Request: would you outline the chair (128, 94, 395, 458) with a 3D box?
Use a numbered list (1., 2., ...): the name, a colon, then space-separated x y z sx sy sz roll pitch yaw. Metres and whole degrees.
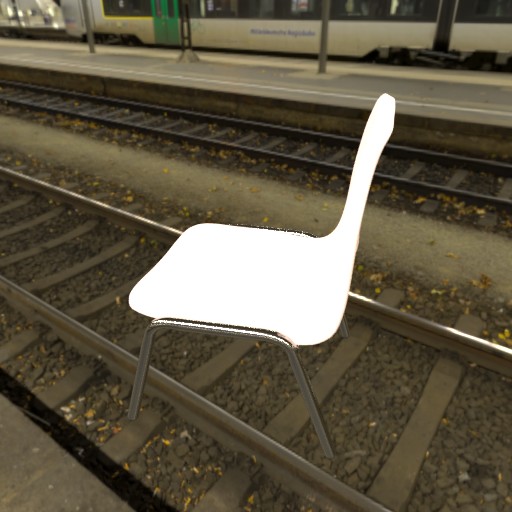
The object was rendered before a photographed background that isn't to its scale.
1. chair: 0.000 0.000 0.765 0.385 0.537 0.354 7 30 13
